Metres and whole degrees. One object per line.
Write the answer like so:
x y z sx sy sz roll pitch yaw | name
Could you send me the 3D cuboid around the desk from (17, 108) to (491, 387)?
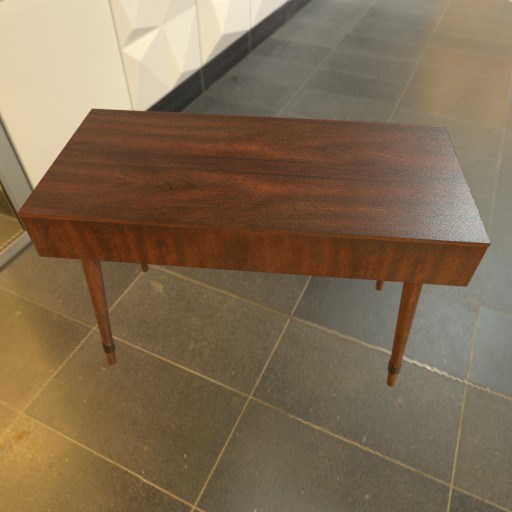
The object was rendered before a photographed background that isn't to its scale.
0.000 0.000 2.090 1.577 1.031 0.734 4 46 4 | desk
